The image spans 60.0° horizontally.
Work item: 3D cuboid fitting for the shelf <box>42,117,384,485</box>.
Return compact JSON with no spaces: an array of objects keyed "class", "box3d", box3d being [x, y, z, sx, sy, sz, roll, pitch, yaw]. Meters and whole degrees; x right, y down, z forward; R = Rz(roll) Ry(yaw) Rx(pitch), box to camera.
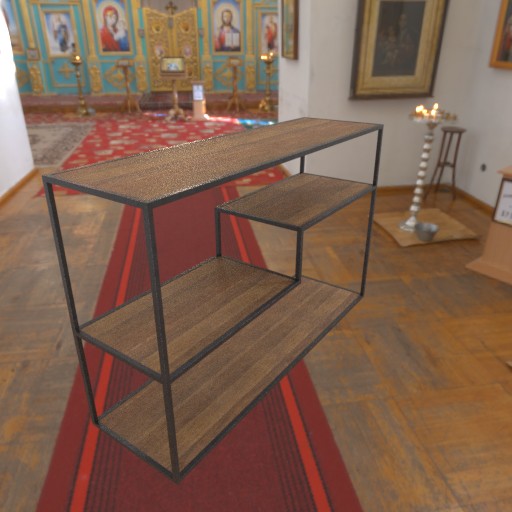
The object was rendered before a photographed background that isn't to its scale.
[{"class":"shelf","box3d":[0.000,0.000,1.526,0.361,0.765,1.201,17,30,32]}]
